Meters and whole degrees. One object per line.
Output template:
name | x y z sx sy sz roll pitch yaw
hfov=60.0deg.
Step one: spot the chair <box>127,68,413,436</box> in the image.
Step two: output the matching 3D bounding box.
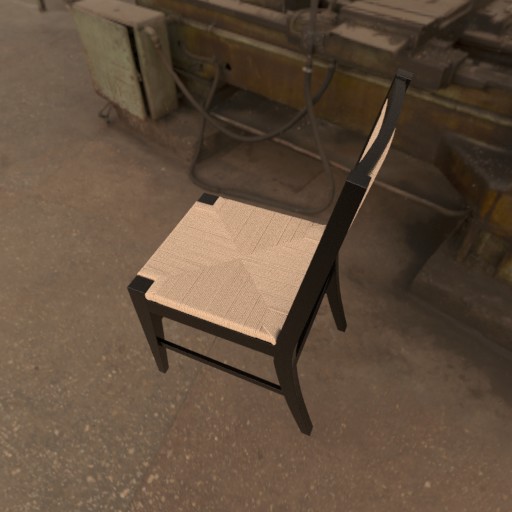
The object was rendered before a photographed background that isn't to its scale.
chair | 0.000 0.000 1.200 0.552 0.927 0.437 17 48 16
